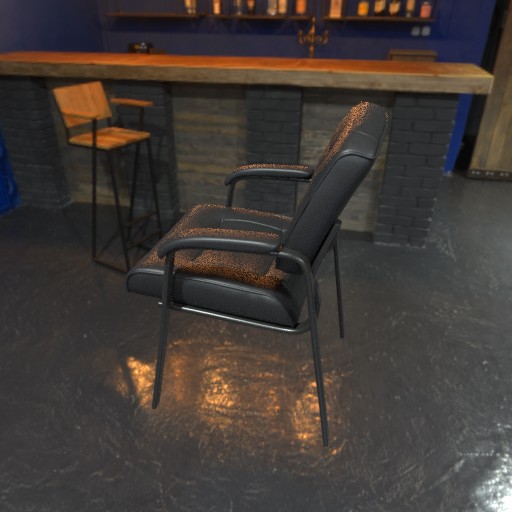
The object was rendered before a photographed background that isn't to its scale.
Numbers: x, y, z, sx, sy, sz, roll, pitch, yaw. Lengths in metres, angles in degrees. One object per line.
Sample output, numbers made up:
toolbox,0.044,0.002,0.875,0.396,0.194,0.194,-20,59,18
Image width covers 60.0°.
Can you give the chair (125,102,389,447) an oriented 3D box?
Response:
chair,0.000,0.000,1.368,0.668,0.910,0.591,8,31,13
